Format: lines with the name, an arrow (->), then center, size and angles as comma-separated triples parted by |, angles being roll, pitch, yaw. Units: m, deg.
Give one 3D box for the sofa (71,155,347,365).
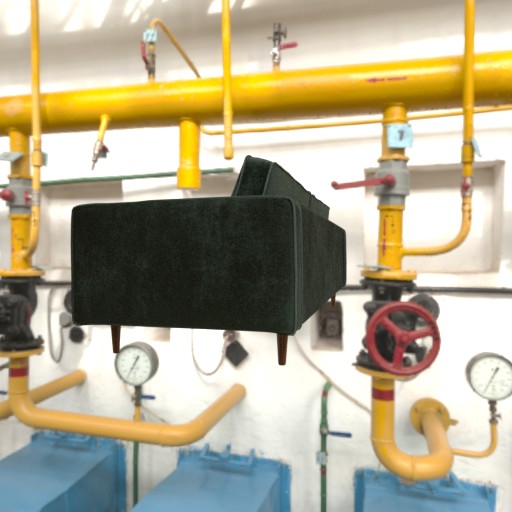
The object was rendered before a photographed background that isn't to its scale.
sofa -> 0.000, 0.000, 2.594 | 0.886, 0.781, 2.214 | 0, 1, 16
